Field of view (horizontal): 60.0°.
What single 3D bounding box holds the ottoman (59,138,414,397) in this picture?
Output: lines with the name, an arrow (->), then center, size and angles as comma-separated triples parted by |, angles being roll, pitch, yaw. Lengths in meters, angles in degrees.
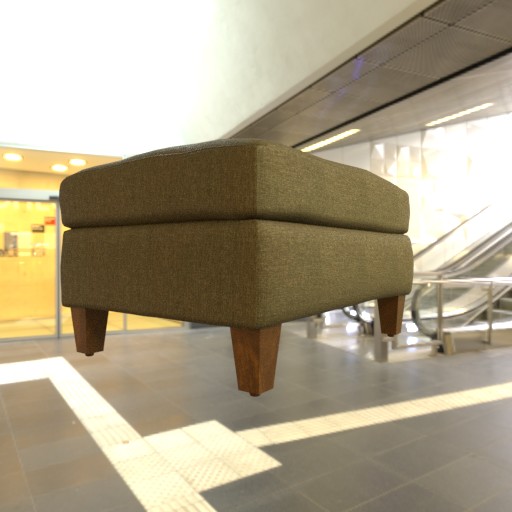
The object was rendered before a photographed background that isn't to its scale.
ottoman -> 0.000, 0.000, 1.227 | 0.639, 0.496, 0.826 | 0, 1, 37
